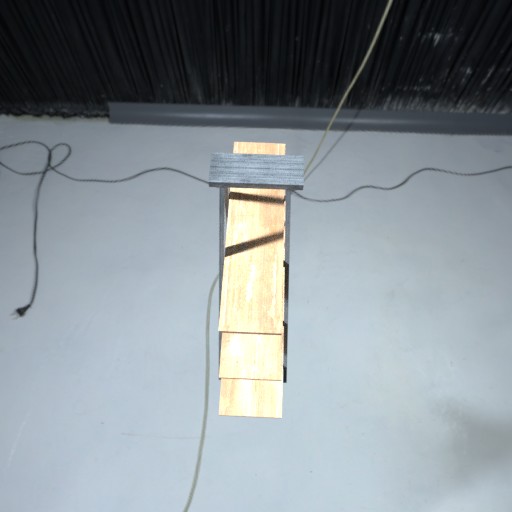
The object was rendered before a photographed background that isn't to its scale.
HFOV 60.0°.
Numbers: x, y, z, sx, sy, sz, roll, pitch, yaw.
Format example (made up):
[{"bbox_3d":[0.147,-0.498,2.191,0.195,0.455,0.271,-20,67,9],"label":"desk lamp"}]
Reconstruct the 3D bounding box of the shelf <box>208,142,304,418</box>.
[{"bbox_3d":[0.000,0.000,2.759,0.508,1.808,1.746,2,64,1],"label":"shelf"}]
